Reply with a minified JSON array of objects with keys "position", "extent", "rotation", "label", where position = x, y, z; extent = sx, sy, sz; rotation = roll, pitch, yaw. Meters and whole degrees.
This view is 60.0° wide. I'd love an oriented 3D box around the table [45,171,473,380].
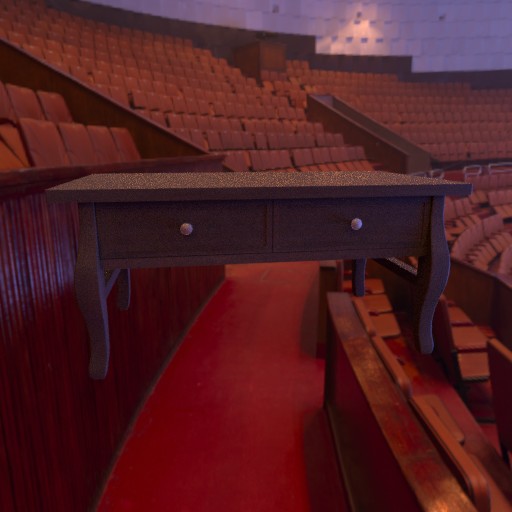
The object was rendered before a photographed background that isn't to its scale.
[{"position":[0.000,0.000,1.422],"extent":[1.062,0.494,0.600],"rotation":[-2,14,-9],"label":"table"}]
